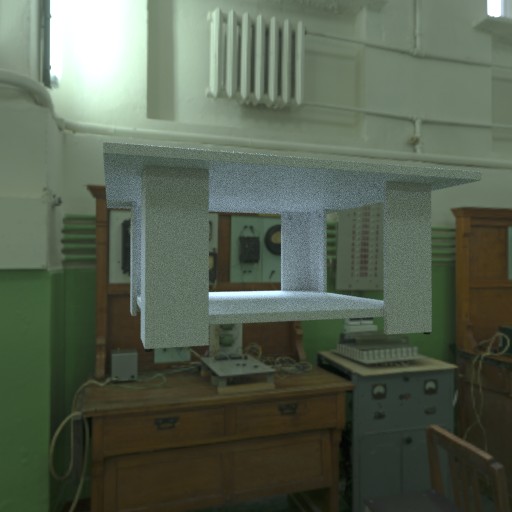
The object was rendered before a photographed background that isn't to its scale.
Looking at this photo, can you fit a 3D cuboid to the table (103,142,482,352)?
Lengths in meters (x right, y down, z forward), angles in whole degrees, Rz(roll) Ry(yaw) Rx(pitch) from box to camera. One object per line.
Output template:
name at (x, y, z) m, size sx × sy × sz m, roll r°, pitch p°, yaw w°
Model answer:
table at (0.000, 0.000, 1.042) m, size 0.670 × 0.305 × 0.670 m, roll 0°, pitch -1°, yaw -18°
